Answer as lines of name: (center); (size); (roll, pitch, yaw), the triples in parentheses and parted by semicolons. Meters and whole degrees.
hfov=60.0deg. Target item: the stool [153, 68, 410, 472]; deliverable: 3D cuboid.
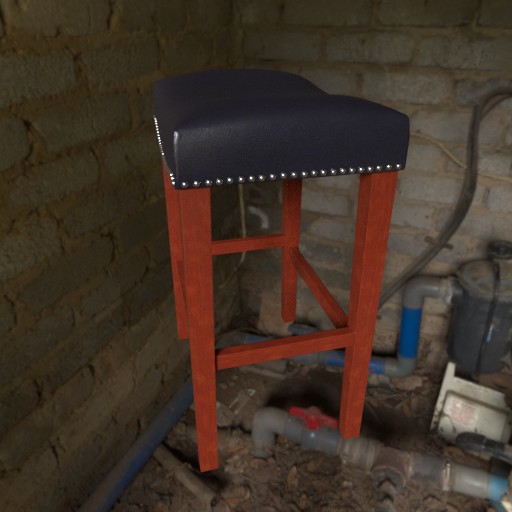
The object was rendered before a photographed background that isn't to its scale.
stool: (0.000, 0.000, 1.001); (0.372, 0.742, 0.504); (-7, 29, -13)
